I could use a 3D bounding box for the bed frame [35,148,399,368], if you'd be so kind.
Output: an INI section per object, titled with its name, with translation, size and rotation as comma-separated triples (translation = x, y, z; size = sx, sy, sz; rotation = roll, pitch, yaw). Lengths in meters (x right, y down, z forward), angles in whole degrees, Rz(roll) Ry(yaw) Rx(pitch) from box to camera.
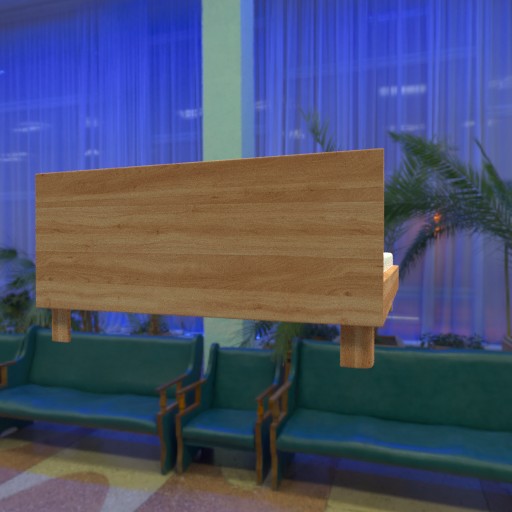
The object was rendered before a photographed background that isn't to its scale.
[bed frame]
translation = 0.000, 0.000, 3.149
size = 1.872, 0.940, 2.092
rotation = 0, 1, 20
